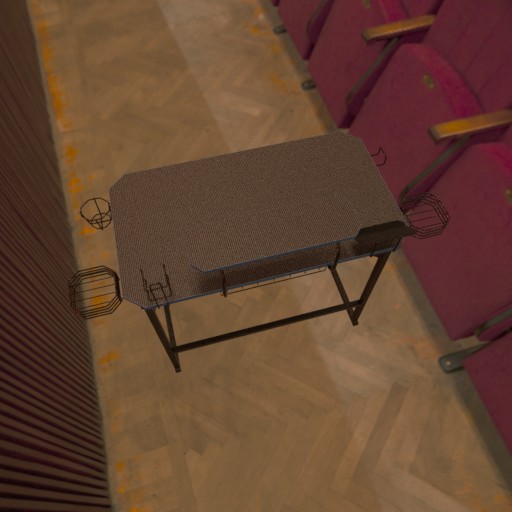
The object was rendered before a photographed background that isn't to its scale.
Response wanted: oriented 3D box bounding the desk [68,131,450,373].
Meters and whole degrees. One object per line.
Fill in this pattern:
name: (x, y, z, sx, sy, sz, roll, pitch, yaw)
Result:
desk: (0.000, 0.000, 1.795, 1.295, 0.909, 0.594, -13, 60, -8)
